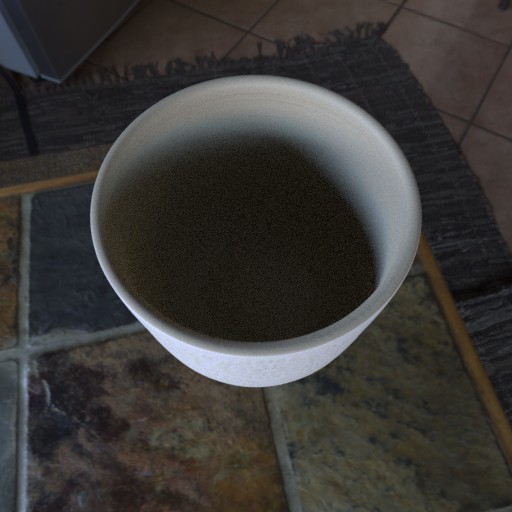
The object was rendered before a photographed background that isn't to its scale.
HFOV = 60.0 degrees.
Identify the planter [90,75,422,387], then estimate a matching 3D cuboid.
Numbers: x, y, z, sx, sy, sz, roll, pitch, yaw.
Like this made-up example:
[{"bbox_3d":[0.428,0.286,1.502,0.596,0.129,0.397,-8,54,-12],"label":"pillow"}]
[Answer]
[{"bbox_3d":[0.000,0.000,0.297,0.170,0.152,0.170,0,64,0],"label":"planter"}]
